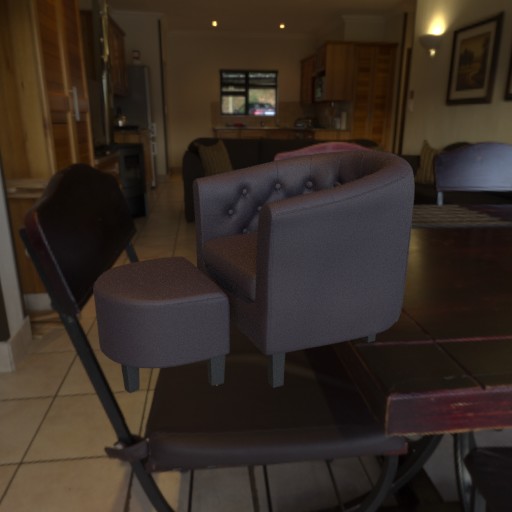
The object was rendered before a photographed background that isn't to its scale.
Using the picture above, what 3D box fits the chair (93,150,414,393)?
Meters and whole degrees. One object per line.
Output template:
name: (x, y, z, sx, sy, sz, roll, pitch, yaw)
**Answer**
chair: (0.000, 0.000, 1.699, 1.191, 0.760, 0.763, -8, 18, -25)
